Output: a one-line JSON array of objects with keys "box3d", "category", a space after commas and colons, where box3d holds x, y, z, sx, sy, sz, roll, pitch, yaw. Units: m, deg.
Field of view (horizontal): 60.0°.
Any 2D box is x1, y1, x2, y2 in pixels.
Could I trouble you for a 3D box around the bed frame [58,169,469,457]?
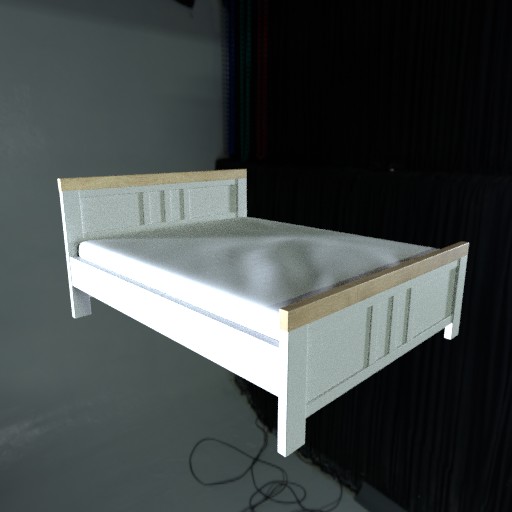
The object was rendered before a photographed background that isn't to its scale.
[{"box3d": [0.000, 0.000, 2.905, 1.670, 0.980, 2.050, -13, 19, -43], "category": "bed frame"}]
